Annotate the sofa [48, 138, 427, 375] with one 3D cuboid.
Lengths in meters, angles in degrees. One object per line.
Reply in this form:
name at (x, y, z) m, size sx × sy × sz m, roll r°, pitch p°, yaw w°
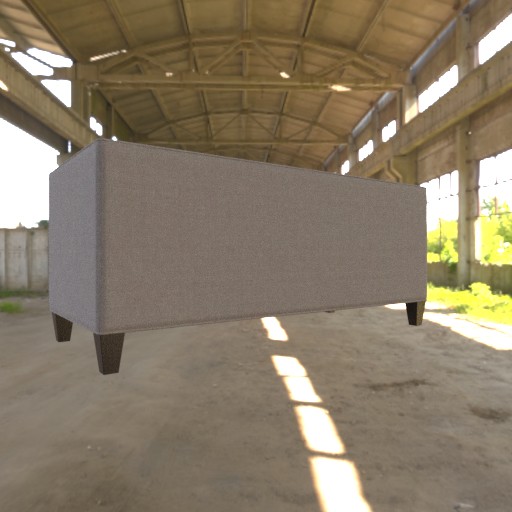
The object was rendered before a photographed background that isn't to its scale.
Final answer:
sofa at (0.000, 0.000, 2.223) m, size 1.778 × 0.762 × 0.775 m, roll 0°, pitch 0°, yaw -36°
